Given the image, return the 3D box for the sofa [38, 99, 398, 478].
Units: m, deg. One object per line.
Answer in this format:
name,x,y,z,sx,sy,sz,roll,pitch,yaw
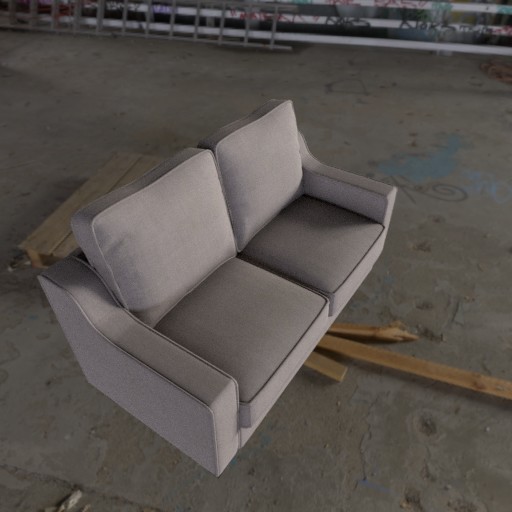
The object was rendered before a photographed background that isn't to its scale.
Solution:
sofa,0.000,0.000,1.968,0.791,0.948,1.500,24,46,25
